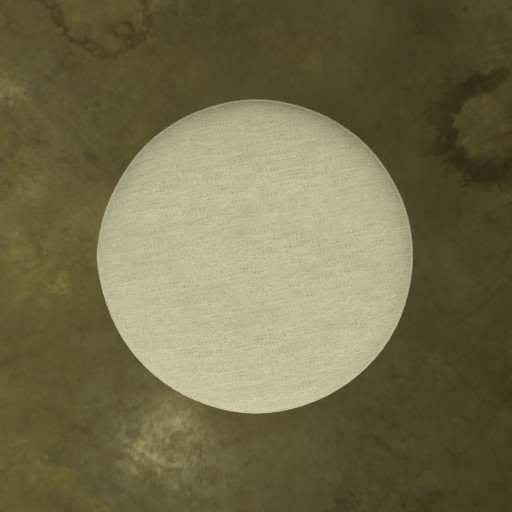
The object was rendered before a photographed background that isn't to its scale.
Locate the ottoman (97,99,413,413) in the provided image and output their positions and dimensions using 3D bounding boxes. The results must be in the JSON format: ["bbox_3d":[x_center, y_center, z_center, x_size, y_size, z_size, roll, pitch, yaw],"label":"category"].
[{"bbox_3d":[0.000,0.000,1.226,0.769,0.459,0.769,0,91,1],"label":"ottoman"}]
